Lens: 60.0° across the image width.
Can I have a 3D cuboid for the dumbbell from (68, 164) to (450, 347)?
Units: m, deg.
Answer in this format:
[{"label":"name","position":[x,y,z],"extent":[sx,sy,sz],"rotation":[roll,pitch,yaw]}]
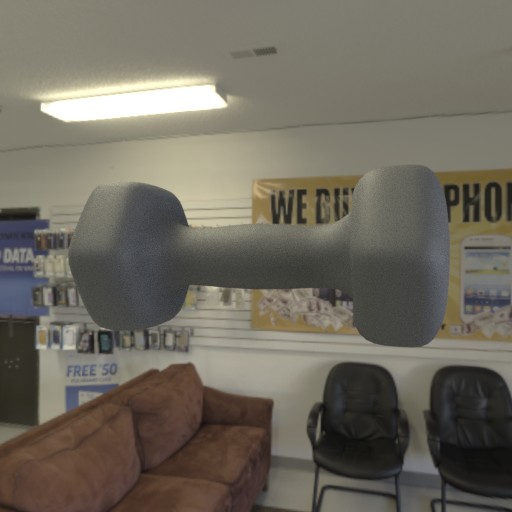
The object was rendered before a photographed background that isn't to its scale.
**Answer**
[{"label":"dumbbell","position":[0.000,0.000,0.300],"extent":[0.240,0.105,0.116],"rotation":[0,0,18]}]
